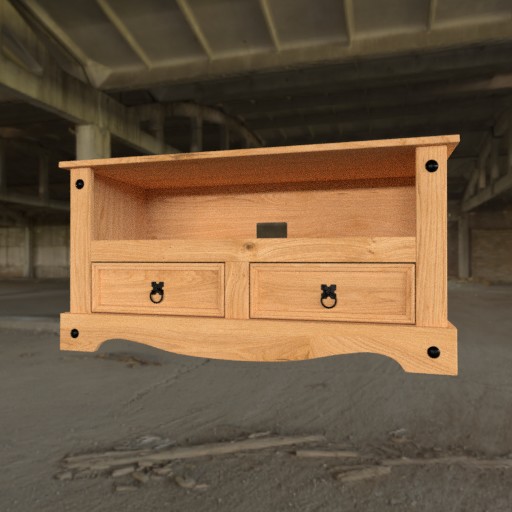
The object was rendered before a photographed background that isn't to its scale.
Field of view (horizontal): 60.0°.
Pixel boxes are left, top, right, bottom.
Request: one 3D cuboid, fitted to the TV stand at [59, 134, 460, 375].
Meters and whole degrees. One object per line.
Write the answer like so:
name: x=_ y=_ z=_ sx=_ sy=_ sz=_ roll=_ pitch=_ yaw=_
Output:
TV stand: x=0.000 y=0.000 z=1.357 sx=1.080 sy=0.550 sz=0.440 roll=0 pitch=0 yaw=15
